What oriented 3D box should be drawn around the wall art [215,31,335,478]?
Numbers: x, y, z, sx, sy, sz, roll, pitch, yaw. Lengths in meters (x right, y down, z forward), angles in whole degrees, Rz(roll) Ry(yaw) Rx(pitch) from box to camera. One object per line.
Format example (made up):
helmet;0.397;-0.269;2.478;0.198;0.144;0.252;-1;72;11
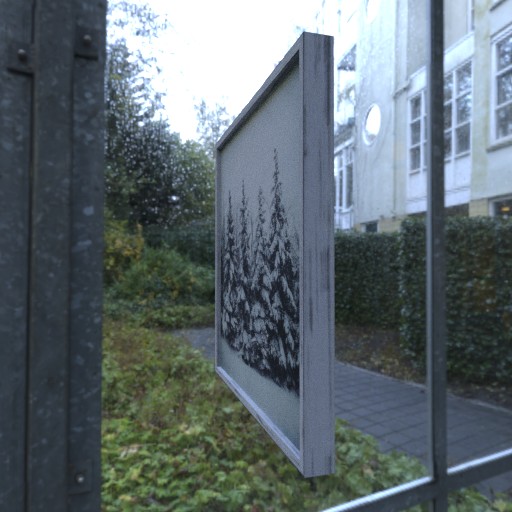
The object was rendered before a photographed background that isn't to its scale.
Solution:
wall art;0.000;0.000;0.749;0.038;0.506;0.506;0;-1;-17
